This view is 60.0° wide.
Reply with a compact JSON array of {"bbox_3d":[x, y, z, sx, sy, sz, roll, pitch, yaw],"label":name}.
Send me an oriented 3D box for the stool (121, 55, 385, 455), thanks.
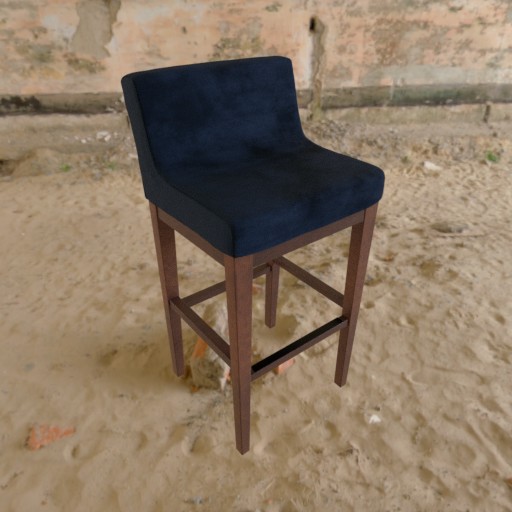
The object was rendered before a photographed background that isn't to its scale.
[{"bbox_3d":[0.000,0.000,1.336,0.511,1.037,0.500,-22,38,-31],"label":"stool"}]
